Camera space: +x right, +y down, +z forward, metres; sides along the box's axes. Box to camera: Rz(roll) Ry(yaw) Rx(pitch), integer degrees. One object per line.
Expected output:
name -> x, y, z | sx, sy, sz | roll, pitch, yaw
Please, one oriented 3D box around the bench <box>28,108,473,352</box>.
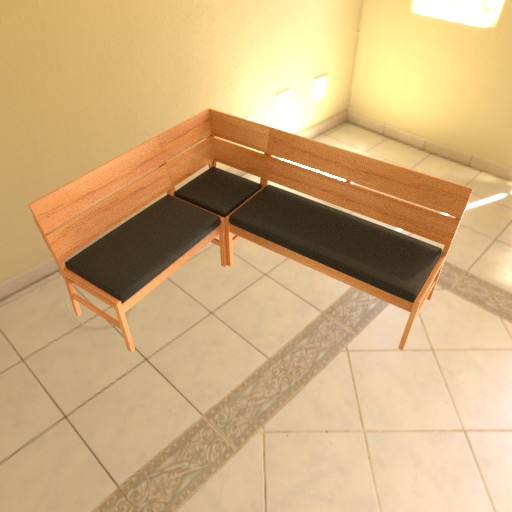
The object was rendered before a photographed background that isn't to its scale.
bench -> 0.000, 0.000, 2.756 | 1.948, 0.890, 1.548 | 25, 47, 25
